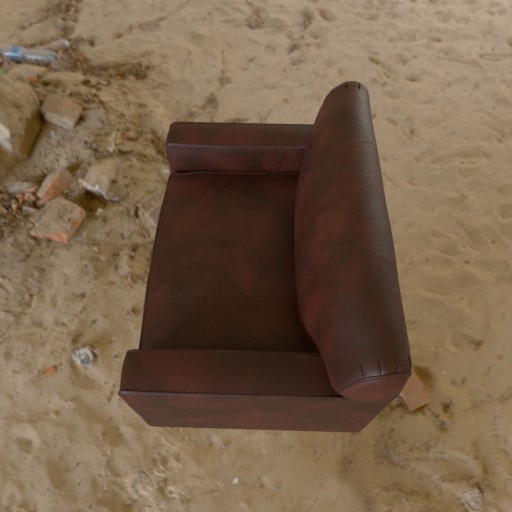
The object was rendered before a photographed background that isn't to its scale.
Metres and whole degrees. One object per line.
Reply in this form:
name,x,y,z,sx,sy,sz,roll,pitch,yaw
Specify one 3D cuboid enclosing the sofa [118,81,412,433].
sofa,0.000,0.000,2.020,1.000,0.956,1.413,1,58,1
